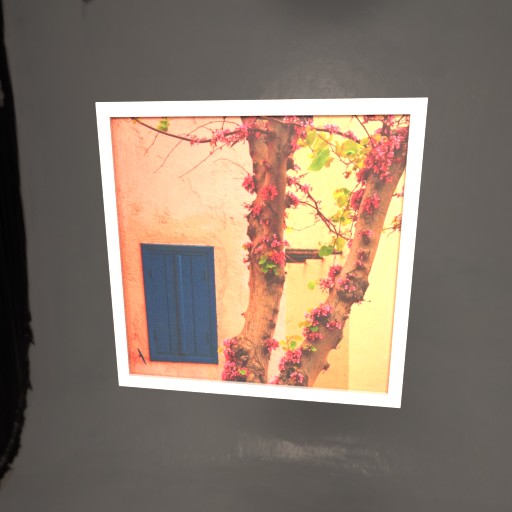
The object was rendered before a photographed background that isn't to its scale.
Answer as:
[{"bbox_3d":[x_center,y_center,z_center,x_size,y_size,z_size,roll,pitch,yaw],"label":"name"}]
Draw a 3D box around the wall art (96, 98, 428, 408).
[{"bbox_3d":[0.000,0.000,0.458,0.305,0.302,0.038,2,14,8],"label":"wall art"}]
